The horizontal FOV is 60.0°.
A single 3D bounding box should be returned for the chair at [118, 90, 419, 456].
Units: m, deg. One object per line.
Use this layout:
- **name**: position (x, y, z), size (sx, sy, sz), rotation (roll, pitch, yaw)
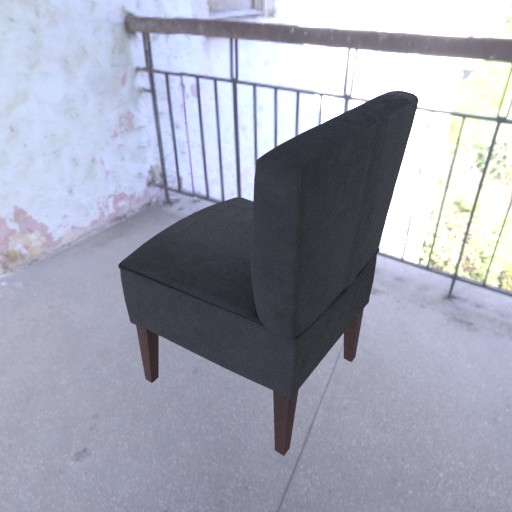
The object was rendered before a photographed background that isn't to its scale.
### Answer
- **chair**: position (0.000, 0.000, 1.146), size (0.554, 0.806, 0.521), rotation (21, 38, 29)
